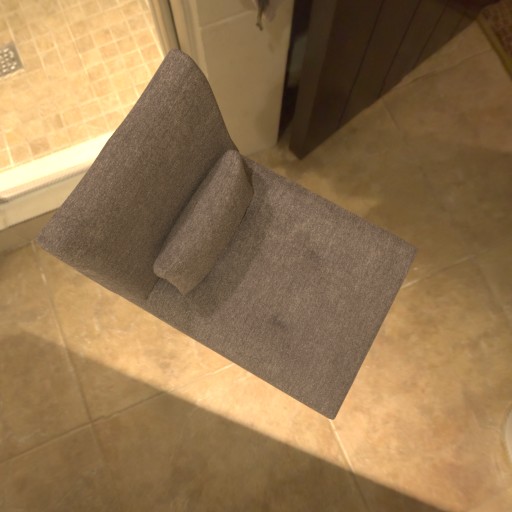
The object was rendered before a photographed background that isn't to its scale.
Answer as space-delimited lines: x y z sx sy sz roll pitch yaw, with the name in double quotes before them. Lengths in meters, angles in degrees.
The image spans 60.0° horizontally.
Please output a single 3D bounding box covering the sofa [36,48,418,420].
"sofa" 0.000 0.000 1.520 1.000 0.820 0.700 29 78 7
